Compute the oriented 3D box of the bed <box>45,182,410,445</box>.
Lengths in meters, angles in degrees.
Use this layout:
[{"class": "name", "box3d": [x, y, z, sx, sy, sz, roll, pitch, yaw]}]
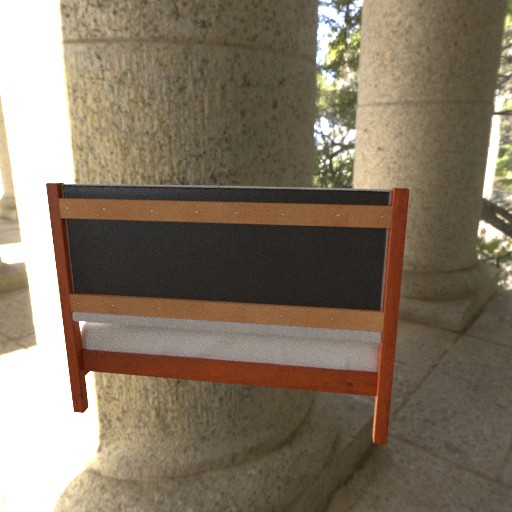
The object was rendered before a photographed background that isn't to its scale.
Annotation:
[{"class": "bed", "box3d": [0.000, 0.000, 3.003, 1.566, 1.165, 2.117, 2, 15, 9]}]
